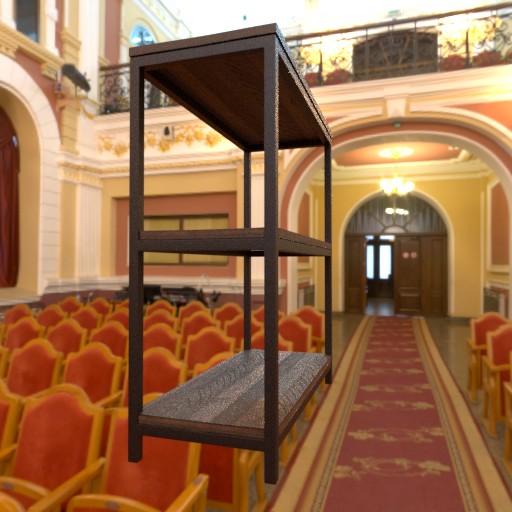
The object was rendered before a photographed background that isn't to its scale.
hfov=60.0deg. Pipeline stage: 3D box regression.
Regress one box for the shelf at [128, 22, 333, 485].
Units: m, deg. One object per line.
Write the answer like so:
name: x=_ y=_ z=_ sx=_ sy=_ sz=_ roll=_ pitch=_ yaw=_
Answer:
shelf: x=0.000 y=0.000 z=1.350 sx=0.352 sy=0.947 sz=0.822 roll=0 pitch=-1 yaw=18
